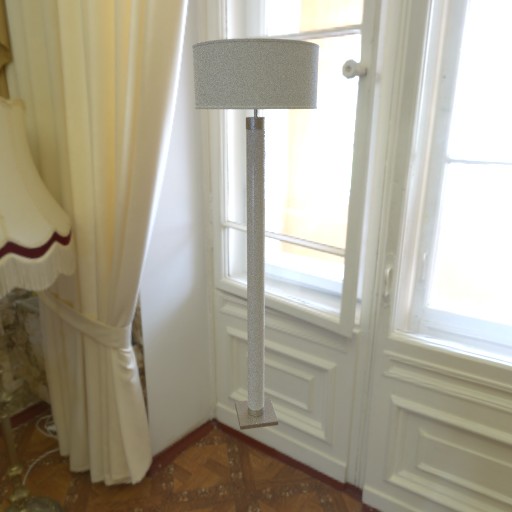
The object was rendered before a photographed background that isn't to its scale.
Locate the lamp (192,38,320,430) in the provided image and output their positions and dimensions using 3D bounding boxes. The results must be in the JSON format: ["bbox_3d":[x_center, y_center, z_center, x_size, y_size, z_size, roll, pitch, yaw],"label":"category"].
[{"bbox_3d":[0.000,0.000,1.700,0.420,1.475,0.420,-3,19,-10],"label":"lamp"}]
